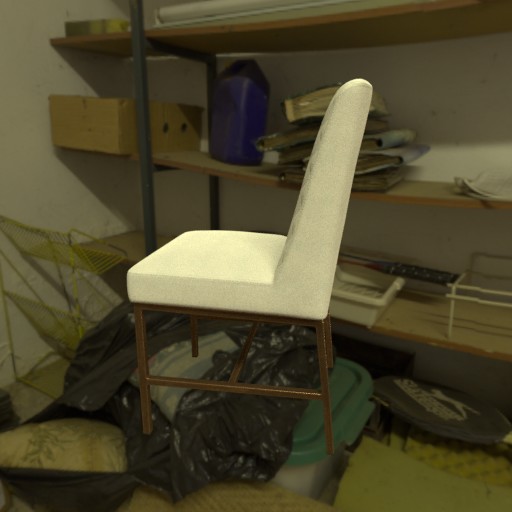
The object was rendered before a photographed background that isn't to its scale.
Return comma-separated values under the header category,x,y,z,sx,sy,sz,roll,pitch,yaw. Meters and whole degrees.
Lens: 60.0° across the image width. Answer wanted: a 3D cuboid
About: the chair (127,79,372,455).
category,x,y,z,sx,sy,sz,roll,pitch,yaw
chair,0.000,0.000,1.305,0.597,0.933,0.503,2,15,9
